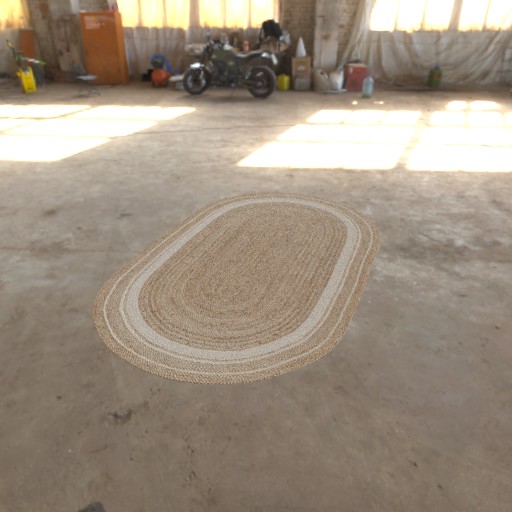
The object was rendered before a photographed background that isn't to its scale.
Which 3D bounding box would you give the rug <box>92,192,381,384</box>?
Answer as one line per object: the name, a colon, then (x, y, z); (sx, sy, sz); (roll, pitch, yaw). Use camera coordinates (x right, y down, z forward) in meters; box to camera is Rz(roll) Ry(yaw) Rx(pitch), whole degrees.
rug: (0.000, 0.000, 3.029); (1.520, 0.006, 2.432); (12, 31, 20)
